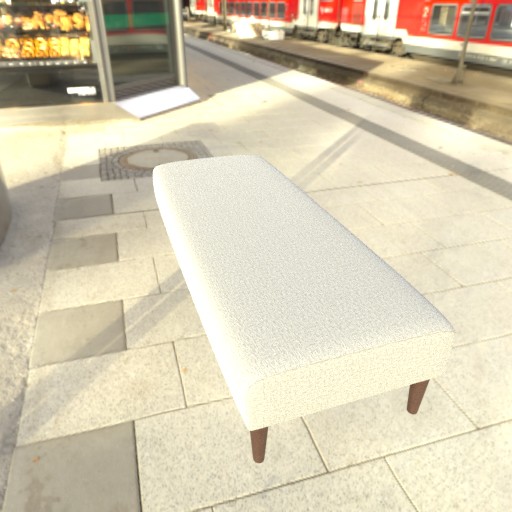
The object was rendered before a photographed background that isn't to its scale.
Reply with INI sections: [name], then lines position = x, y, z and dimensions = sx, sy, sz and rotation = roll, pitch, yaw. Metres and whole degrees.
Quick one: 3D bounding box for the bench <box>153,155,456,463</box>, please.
[bench]
position = 0.000, 0.000, 1.823
dimensions = 0.631, 0.383, 1.598
rotation = -10, 32, -16
